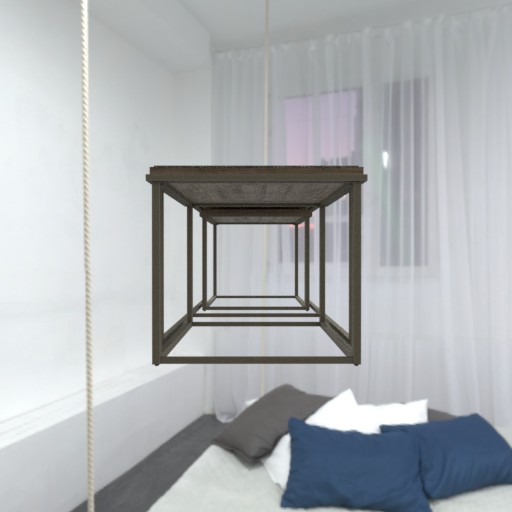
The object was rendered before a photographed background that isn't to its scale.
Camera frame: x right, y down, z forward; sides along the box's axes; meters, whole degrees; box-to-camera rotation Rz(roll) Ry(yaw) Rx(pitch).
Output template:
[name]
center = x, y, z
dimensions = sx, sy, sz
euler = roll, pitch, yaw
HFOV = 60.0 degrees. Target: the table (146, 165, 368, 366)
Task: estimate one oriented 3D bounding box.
[table]
center = 0.000, 0.000, 1.517
dimensions = 0.489, 0.427, 1.312
euler = 0, 0, 0
